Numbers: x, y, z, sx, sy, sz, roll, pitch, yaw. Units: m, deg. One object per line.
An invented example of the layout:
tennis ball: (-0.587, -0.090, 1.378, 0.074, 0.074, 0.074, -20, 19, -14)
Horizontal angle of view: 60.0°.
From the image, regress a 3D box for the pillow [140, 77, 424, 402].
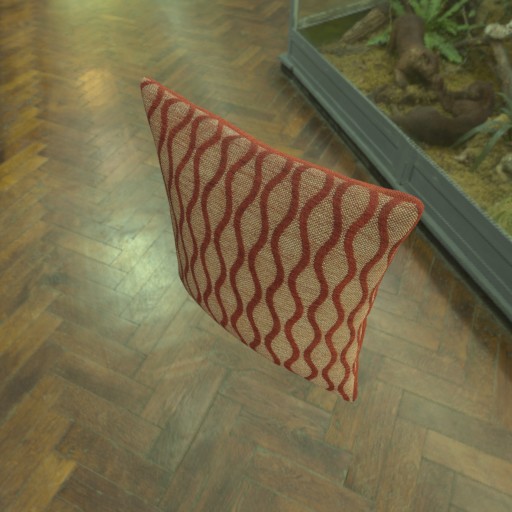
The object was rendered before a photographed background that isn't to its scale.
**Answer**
pillow: (0.000, 0.000, 0.678, 0.429, 0.434, 0.159, 31, 55, 25)
